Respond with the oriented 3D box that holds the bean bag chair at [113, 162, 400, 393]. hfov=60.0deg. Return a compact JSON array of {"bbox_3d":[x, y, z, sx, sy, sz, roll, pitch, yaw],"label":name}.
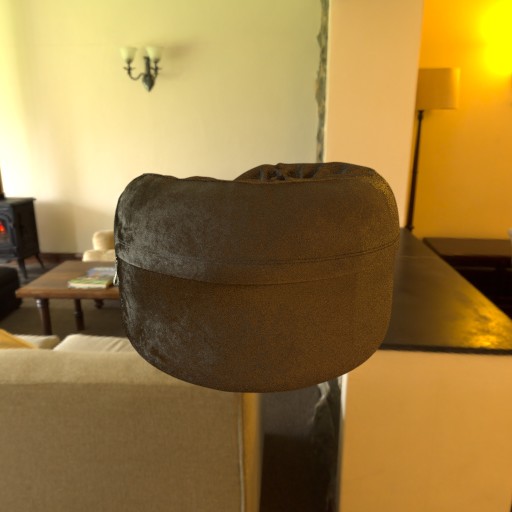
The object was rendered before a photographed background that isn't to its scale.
[{"bbox_3d":[0.000,0.000,1.511,0.918,0.605,0.918,0,15,0],"label":"bean bag chair"}]
